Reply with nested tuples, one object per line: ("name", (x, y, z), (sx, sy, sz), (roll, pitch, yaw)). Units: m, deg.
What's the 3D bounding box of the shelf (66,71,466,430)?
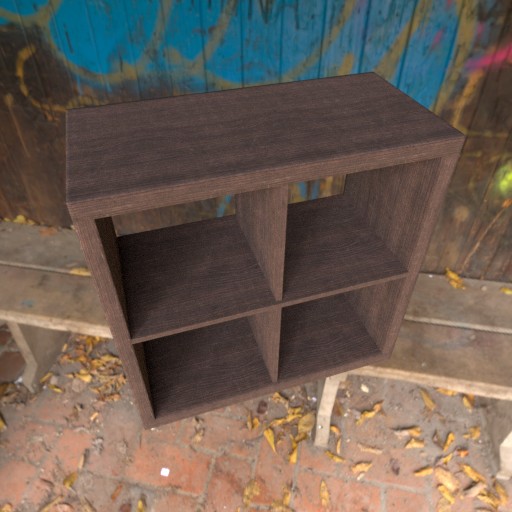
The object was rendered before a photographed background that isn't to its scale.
("shelf", (0.000, 0.000, 1.229), (0.790, 0.786, 0.390), (-12, 43, -13))
